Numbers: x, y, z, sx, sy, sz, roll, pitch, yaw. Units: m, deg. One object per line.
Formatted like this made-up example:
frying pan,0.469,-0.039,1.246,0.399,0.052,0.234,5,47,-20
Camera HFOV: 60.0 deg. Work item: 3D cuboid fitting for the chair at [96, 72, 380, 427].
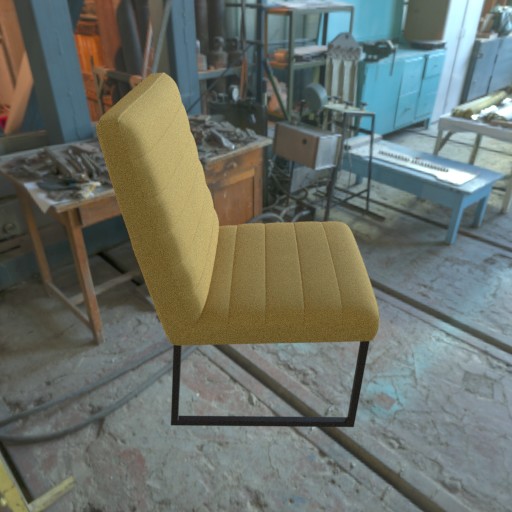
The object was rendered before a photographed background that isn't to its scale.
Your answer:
chair,0.000,0.000,1.293,0.634,0.930,0.520,0,32,1
